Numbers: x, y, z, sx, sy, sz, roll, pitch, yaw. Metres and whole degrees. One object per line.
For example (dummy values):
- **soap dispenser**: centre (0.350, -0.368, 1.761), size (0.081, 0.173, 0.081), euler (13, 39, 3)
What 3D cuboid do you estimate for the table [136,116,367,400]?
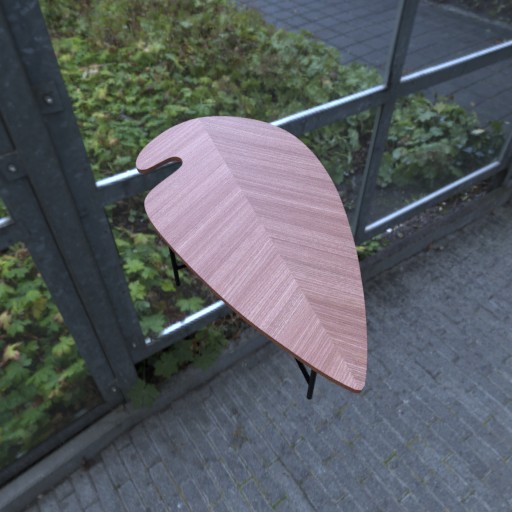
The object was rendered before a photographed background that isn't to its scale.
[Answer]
- **table**: centre (0.000, 0.000, 1.435), size (0.598, 0.360, 1.199), euler (-16, 48, -15)
